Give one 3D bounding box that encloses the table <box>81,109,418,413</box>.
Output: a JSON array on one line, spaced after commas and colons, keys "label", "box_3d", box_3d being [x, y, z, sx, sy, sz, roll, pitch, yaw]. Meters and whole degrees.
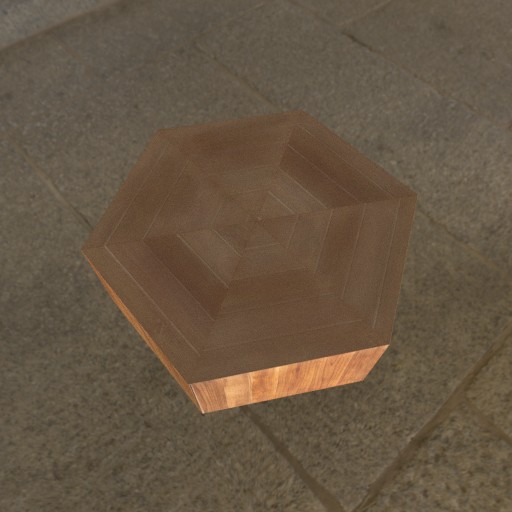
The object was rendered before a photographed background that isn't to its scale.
[{"label": "table", "box_3d": [0.000, 0.000, 1.685, 1.000, 0.456, 1.154, 16, 60, 9]}]
